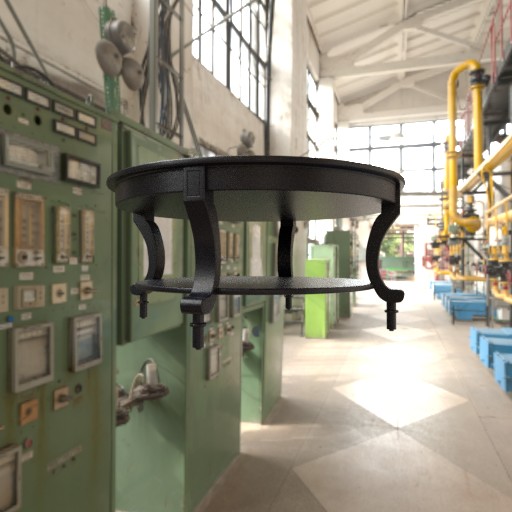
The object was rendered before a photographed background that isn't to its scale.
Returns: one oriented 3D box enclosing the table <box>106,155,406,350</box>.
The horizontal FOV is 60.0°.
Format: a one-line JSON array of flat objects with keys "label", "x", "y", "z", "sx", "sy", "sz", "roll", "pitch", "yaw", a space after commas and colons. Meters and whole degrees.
[{"label": "table", "x": 0.000, "y": 0.000, "z": 1.601, "sx": 1.029, "sy": 0.491, "sz": 1.029, "roll": 0, "pitch": 0, "yaw": 0}]
